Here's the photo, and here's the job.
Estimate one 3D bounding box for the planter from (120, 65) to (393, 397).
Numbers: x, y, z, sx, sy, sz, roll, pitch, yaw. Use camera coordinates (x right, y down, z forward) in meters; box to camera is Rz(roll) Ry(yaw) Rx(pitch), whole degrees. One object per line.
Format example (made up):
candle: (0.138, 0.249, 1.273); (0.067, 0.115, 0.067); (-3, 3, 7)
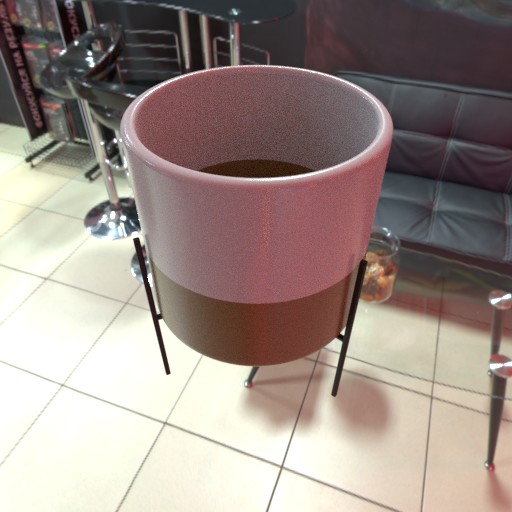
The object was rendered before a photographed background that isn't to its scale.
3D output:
planter: (0.000, 0.000, 0.637); (0.310, 0.432, 0.310); (-27, 49, -26)
